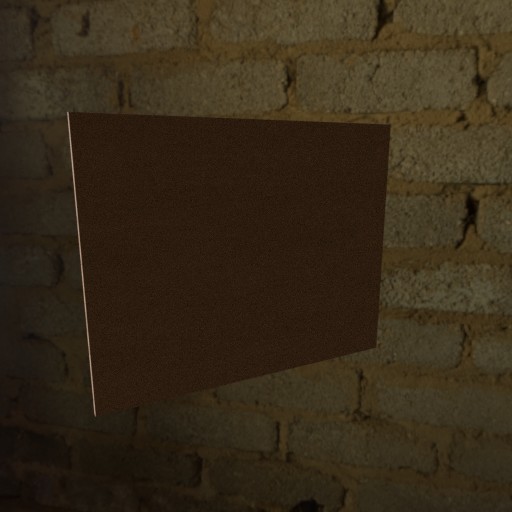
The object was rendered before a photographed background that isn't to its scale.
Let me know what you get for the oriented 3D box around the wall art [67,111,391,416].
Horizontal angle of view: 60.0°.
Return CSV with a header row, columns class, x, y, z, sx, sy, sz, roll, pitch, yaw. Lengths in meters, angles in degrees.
class,x,y,z,sx,sy,sz,roll,pitch,yaw
wall art,0.000,0.000,0.691,0.508,0.408,0.010,-6,14,-26
